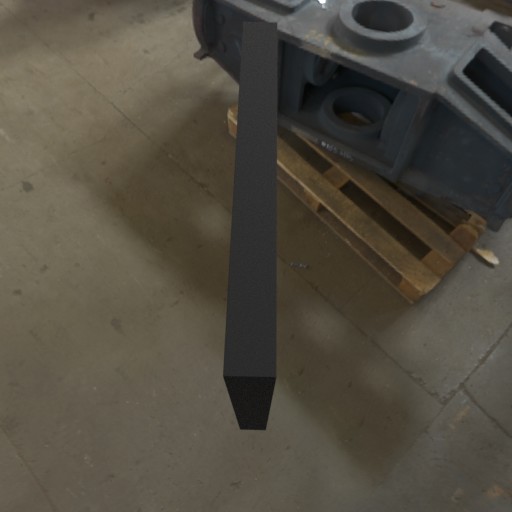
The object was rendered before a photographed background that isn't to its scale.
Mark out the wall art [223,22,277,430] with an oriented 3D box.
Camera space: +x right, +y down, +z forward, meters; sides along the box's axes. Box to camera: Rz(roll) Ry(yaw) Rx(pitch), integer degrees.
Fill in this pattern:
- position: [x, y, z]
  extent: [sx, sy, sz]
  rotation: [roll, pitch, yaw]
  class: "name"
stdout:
- position: [0.000, 0.000, 0.458]
  extent: [0.030, 0.305, 0.308]
  rotation: [1, 63, 1]
  class: "wall art"
